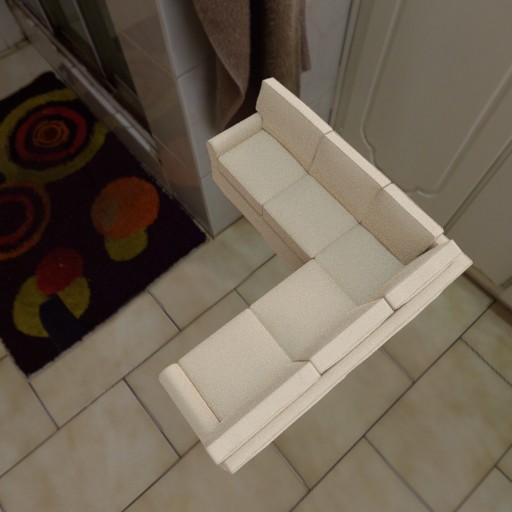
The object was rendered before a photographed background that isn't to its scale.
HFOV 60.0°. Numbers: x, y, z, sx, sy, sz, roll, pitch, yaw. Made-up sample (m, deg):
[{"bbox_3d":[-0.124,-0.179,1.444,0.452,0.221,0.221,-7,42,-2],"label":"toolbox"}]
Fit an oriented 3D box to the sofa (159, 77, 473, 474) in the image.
[{"bbox_3d":[0.000,0.000,4.044,2.597,1.070,2.591,-36,70,-15],"label":"sofa"}]
